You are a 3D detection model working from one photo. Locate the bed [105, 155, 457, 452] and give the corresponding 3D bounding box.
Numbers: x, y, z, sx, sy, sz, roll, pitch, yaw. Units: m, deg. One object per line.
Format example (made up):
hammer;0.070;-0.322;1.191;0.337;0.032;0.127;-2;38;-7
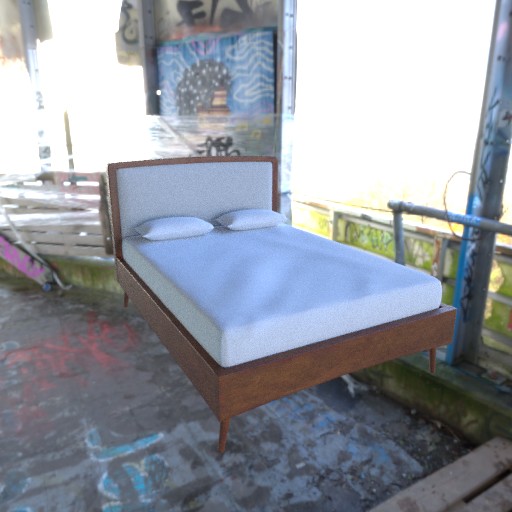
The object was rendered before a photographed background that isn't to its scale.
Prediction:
bed;0.000;0.000;3.210;1.587;1.275;2.196;-9;19;-27
